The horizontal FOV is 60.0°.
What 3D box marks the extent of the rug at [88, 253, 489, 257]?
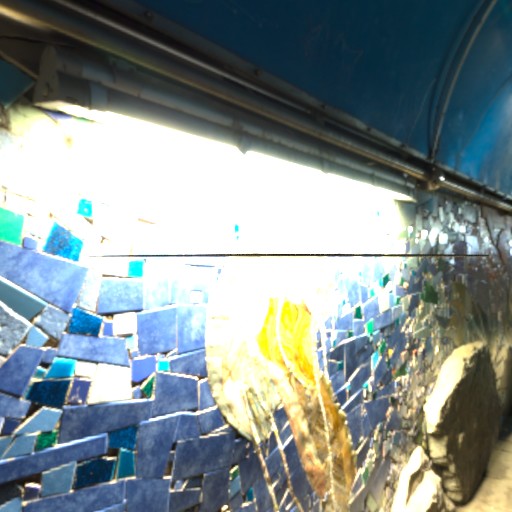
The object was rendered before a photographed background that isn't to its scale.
[{"bbox_3d":[0.000,0.000,2.330,1.219,0.010,1.829,0,0,-36],"label":"rug"}]
